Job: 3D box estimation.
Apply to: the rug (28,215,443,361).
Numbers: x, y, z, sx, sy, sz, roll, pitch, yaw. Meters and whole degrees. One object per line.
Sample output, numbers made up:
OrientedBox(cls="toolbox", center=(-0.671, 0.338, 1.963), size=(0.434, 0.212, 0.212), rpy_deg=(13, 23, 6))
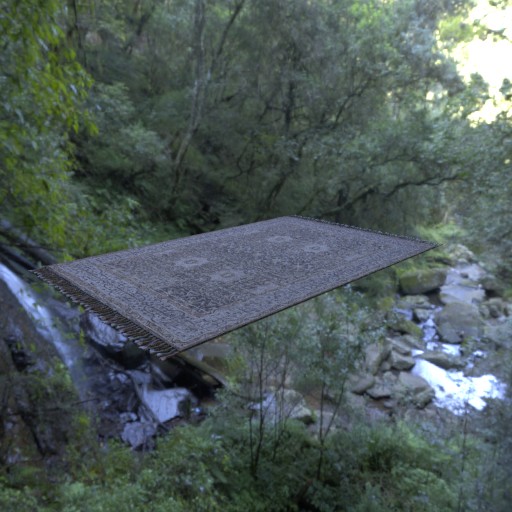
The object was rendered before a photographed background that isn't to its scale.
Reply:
OrientedBox(cls="rug", center=(0.000, 0.000, 2.491), size=(2.029, 0.010, 1.237), rpy_deg=(-15, 23, -41))
